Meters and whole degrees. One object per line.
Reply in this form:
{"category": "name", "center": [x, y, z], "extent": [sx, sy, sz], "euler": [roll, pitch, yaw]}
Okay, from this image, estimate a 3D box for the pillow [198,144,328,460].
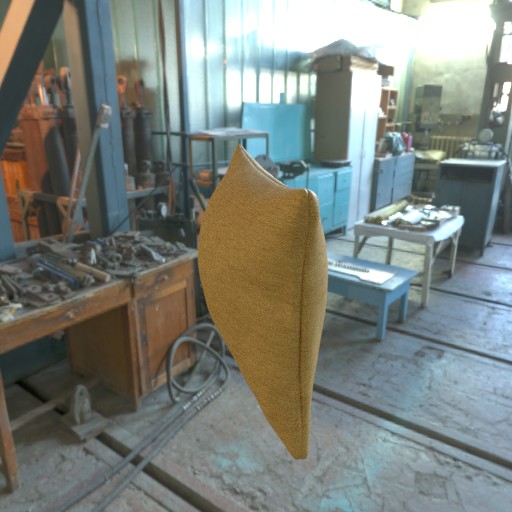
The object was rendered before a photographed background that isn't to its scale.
{"category": "pillow", "center": [0.000, 0.000, 0.807], "extent": [0.210, 0.354, 0.634], "euler": [-3, 18, -8]}
